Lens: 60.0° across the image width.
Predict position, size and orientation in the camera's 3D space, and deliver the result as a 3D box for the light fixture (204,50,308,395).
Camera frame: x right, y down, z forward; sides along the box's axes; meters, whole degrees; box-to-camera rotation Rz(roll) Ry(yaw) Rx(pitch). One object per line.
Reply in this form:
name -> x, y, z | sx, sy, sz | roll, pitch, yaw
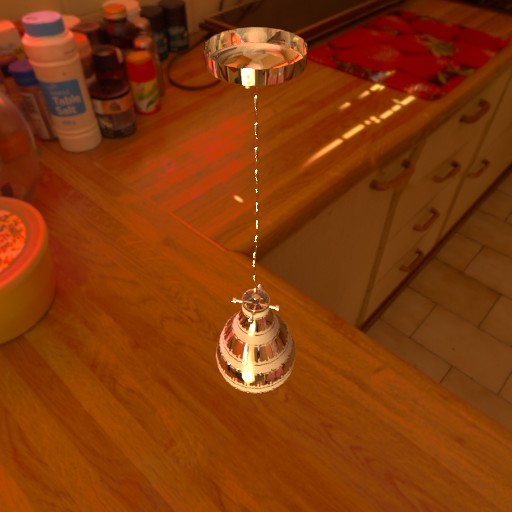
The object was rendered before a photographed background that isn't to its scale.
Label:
light fixture -> 0.000, 0.000, 1.589 | 0.374, 1.457, 0.374 | 9, 47, 9
